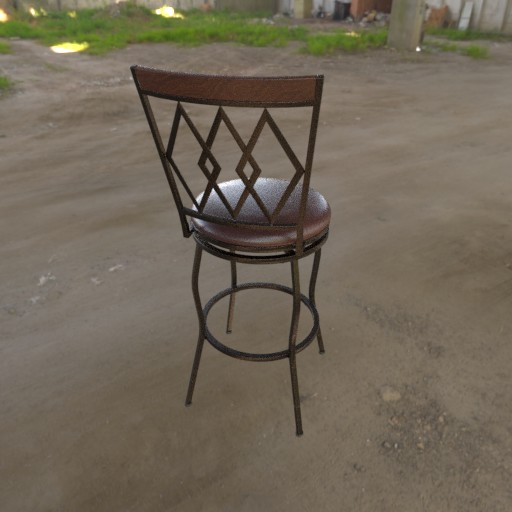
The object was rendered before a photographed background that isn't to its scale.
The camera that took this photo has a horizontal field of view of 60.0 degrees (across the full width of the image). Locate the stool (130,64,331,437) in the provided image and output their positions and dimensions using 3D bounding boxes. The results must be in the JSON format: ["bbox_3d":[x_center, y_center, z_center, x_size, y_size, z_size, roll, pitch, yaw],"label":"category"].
[{"bbox_3d":[0.000,0.000,1.365,0.432,1.134,0.521,9,33,15],"label":"stool"}]
